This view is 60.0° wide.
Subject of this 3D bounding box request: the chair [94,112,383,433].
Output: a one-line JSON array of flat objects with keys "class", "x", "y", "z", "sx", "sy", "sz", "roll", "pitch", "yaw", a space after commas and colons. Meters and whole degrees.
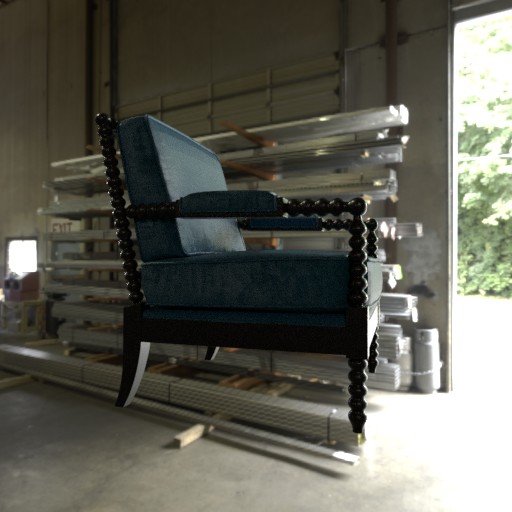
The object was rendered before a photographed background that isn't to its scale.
[{"class": "chair", "x": 0.000, "y": 0.000, "z": 1.468, "sx": 0.805, "sy": 0.857, "sz": 0.688, "roll": 0, "pitch": 0, "yaw": 18}]
